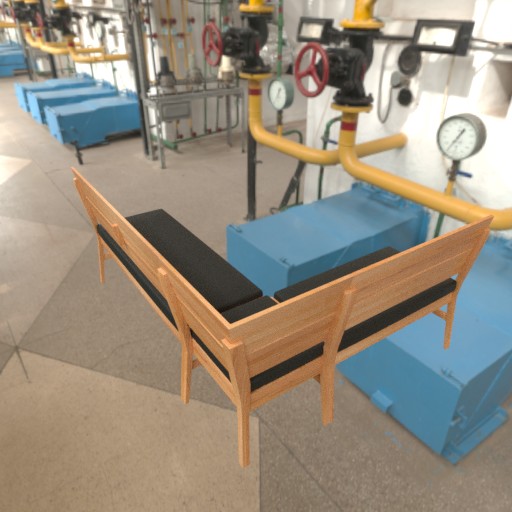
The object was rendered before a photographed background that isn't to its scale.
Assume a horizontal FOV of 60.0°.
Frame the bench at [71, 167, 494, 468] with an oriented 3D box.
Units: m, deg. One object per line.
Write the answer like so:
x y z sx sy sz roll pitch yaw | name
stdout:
0.000 0.000 2.743 1.548 0.890 1.948 -19 35 -29 | bench
